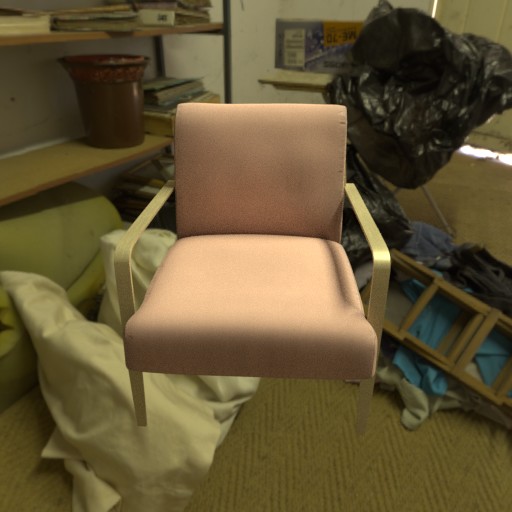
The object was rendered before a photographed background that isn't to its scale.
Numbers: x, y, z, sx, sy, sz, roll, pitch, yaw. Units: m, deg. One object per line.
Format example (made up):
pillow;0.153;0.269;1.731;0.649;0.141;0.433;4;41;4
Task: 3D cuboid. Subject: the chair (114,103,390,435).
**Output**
chair;0.000;0.000;1.456;0.701;0.823;0.848;1;30;2
